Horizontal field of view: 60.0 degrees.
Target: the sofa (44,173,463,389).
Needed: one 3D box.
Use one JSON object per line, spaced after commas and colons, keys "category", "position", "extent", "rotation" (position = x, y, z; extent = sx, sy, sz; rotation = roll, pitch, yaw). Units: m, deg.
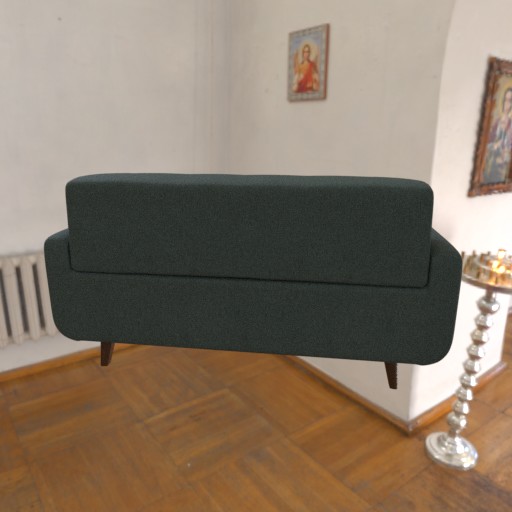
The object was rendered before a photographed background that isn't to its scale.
{"category": "sofa", "position": [0.000, 0.000, 2.148], "extent": [1.631, 0.841, 0.909], "rotation": [2, 16, 8]}
